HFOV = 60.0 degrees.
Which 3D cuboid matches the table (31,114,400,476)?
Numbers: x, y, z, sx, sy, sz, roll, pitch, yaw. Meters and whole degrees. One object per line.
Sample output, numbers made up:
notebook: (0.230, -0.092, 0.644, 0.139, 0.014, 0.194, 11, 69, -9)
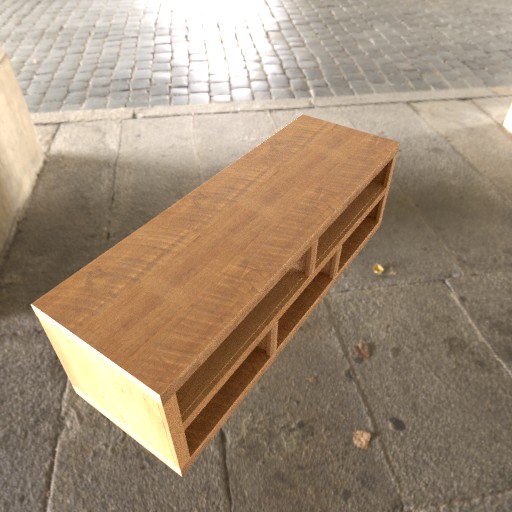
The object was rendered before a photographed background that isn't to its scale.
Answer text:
table: (0.000, 0.000, 1.758, 0.499, 0.491, 1.499, 25, 48, 25)
